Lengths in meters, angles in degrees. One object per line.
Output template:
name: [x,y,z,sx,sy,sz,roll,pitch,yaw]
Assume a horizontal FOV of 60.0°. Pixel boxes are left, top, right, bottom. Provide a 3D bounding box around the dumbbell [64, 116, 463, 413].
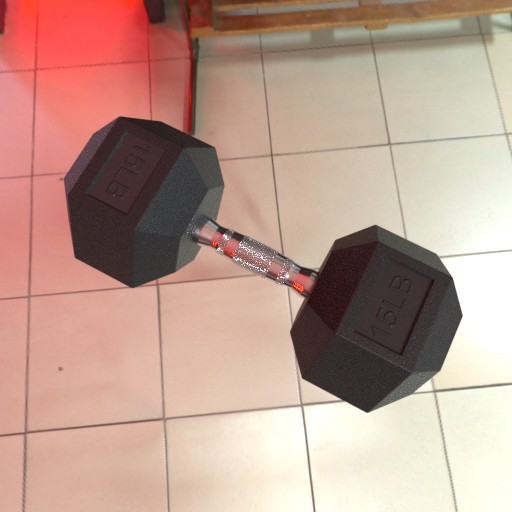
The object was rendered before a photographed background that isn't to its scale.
dumbbell: [0.000,0.000,0.318,0.271,0.106,0.122,27,78,6]
